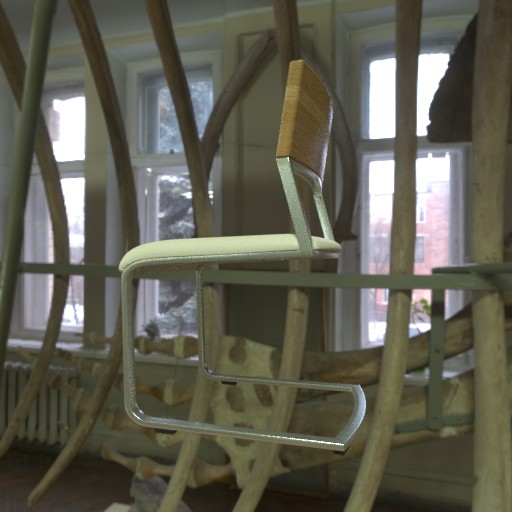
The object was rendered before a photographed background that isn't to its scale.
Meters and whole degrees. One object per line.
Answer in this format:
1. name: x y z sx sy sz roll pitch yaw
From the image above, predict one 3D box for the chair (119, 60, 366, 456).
1. chair: 0.000 0.000 1.223 0.585 0.844 0.467 0 -1 17
